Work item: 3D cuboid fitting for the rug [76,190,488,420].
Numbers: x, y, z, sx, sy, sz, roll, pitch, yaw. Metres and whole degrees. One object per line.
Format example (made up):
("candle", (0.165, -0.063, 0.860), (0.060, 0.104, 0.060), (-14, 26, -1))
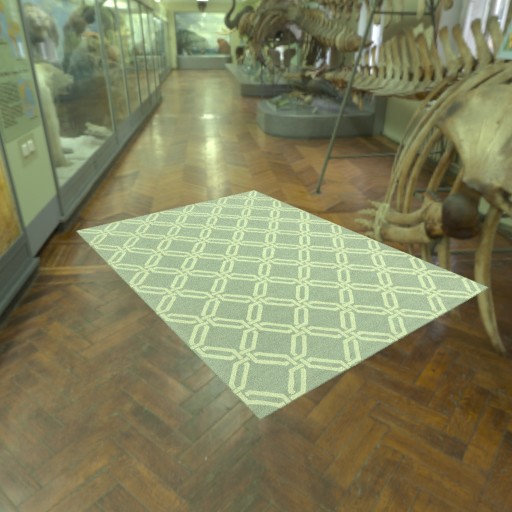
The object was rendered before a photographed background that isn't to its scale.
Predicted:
("rug", (0.000, 0.000, 4.329), (2.438, 0.013, 3.353), (-18, 31, -32))
